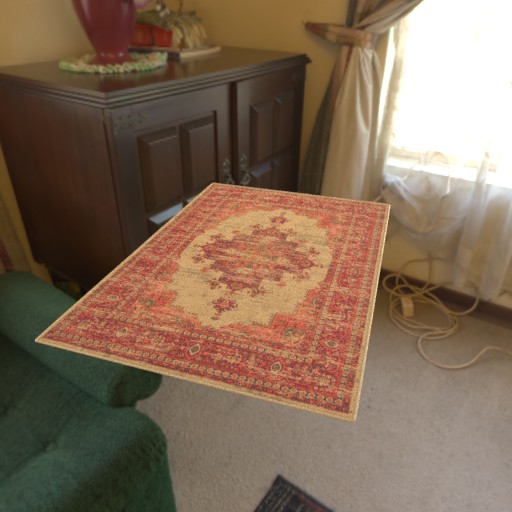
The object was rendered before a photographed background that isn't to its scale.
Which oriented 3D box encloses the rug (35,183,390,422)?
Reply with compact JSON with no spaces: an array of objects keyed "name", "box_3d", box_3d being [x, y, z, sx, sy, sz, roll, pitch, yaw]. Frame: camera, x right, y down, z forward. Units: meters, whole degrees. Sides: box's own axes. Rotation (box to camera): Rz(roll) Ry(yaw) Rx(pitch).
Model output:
[{"name":"rug","box_3d":[0.000,0.000,2.870,1.555,0.011,2.232,9,32,16]}]
